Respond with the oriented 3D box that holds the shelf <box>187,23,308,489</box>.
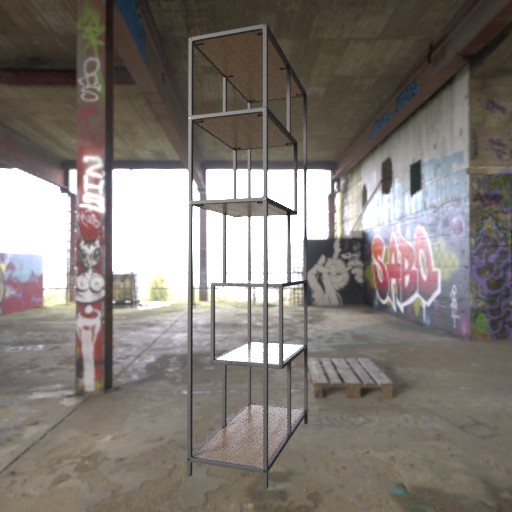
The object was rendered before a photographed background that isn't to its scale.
[{"bbox_3d":[0.000,0.000,2.177,0.350,1.850,0.770,0,-1,19],"label":"shelf"}]
